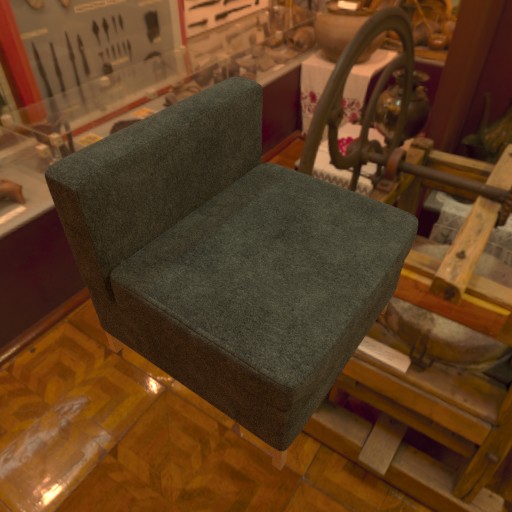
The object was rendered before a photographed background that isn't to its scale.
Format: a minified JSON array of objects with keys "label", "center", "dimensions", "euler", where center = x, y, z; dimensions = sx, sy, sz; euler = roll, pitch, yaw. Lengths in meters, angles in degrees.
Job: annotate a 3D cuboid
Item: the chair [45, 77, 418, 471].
[{"label":"chair","center":[0.000,0.000,1.207],"dimensions":[0.680,0.660,0.680],"euler":[26,48,26]}]
